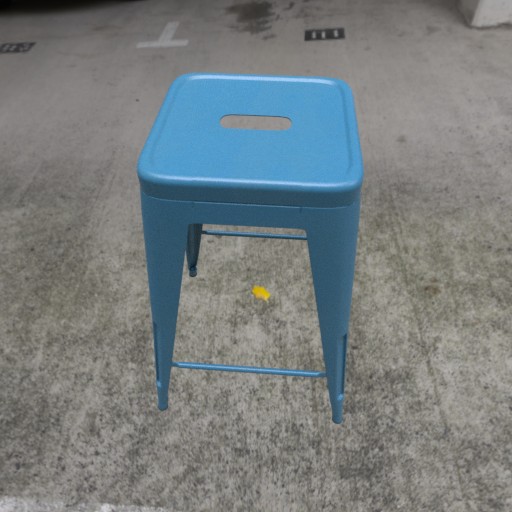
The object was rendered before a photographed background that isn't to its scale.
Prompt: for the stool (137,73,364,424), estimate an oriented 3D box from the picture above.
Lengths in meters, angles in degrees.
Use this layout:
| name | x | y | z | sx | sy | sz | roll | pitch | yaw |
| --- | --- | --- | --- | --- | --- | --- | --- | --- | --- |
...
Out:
| name | x | y | z | sx | sy | sz | roll | pitch | yaw |
| --- | --- | --- | --- | --- | --- | --- | --- | --- | --- |
| stool | 0.000 | 0.000 | 0.890 | 0.410 | 0.608 | 0.410 | 3 | 48 | 3 |
